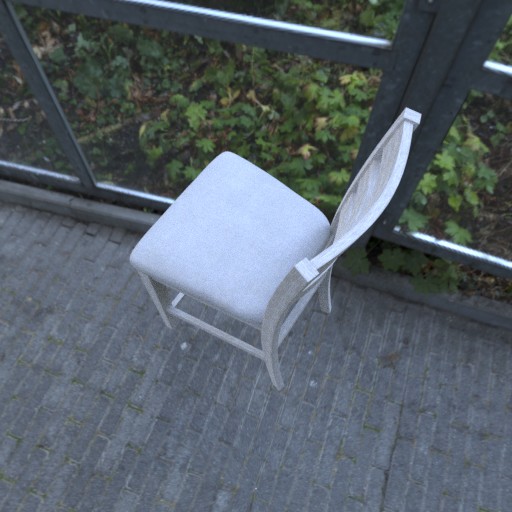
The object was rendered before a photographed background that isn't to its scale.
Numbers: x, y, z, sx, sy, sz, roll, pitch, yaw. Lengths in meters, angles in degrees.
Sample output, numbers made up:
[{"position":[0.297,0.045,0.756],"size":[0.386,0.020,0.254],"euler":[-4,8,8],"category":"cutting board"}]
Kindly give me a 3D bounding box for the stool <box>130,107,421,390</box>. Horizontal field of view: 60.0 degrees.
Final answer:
[{"position":[0.000,0.000,1.315],"size":[0.569,1.032,0.484],"euler":[31,66,15],"category":"stool"}]
